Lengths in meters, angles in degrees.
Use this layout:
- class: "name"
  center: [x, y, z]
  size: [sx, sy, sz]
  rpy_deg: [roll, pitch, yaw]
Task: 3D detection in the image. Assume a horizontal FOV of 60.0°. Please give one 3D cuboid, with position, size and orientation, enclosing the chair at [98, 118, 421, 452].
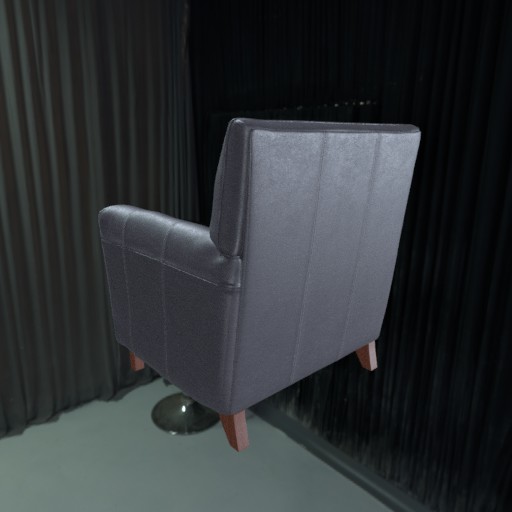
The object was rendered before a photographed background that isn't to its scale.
- class: "chair"
  center: [0.000, 0.000, 1.654]
  size: [0.870, 0.943, 0.825]
  rpy_deg: [-13, 20, -41]
